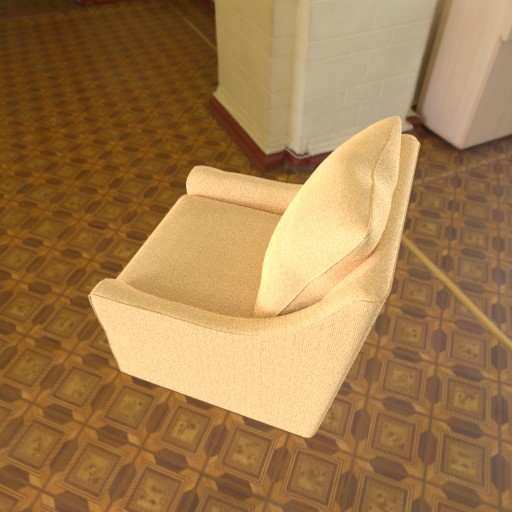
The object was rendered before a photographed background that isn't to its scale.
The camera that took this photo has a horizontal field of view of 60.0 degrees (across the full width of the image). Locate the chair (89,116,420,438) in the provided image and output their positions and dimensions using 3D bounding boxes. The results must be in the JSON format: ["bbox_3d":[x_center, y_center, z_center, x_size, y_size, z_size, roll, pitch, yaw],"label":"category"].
[{"bbox_3d":[0.000,0.000,1.557,0.876,0.927,0.760,15,47,14],"label":"chair"}]
